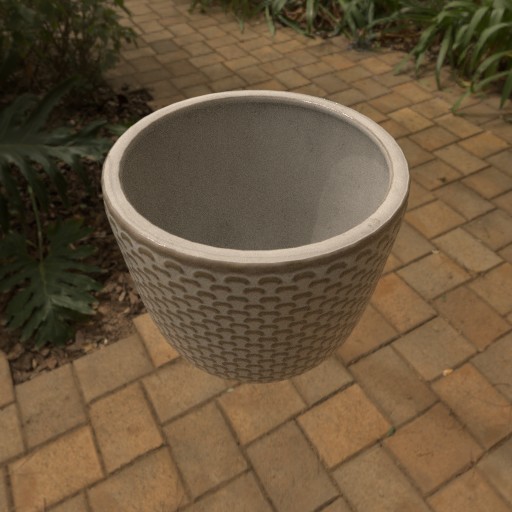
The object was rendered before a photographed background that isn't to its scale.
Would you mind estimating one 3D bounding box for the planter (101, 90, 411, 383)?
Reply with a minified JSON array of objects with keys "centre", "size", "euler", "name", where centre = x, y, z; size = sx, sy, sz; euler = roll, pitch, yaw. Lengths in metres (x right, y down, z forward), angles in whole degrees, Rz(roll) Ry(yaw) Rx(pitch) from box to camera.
[{"centre":[0.000,0.000,0.306],"size":[0.173,0.160,0.173],"euler":[0,45,0],"name":"planter"}]
